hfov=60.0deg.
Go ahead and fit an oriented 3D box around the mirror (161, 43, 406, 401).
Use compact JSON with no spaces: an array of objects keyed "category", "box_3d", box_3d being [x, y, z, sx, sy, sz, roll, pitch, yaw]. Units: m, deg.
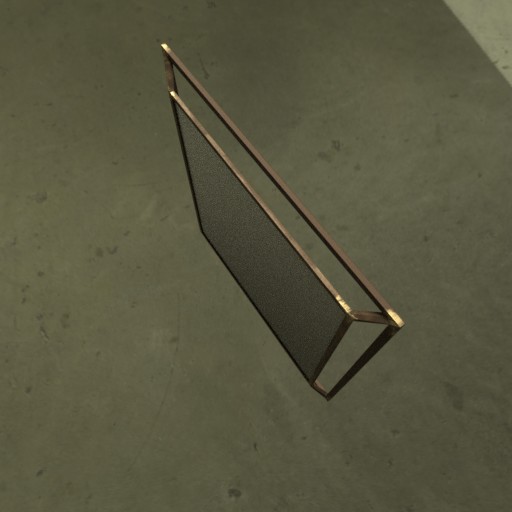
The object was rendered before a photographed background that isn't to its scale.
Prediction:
[{"category":"mirror","box_3d":[0.000,0.000,0.926,0.032,0.610,0.610,-31,68,-14]}]
